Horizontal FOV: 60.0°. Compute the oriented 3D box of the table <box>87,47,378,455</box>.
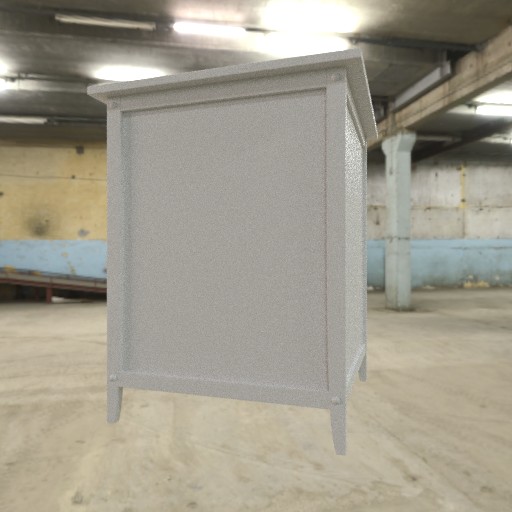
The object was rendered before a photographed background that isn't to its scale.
[{"bbox_3d":[0.000,0.000,0.752,0.381,0.483,0.381,0,0,18],"label":"table"}]
